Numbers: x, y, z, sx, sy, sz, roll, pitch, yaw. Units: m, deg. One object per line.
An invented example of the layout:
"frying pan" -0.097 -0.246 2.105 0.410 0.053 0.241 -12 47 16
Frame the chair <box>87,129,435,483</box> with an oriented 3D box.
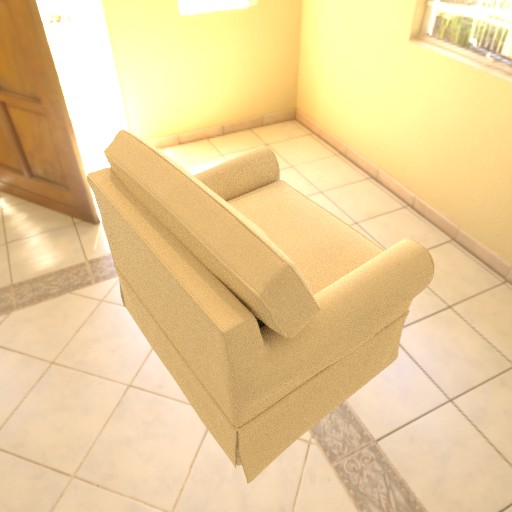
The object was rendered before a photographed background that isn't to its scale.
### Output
"chair" 0.000 0.000 1.802 0.904 0.958 1.099 -26 48 -26
